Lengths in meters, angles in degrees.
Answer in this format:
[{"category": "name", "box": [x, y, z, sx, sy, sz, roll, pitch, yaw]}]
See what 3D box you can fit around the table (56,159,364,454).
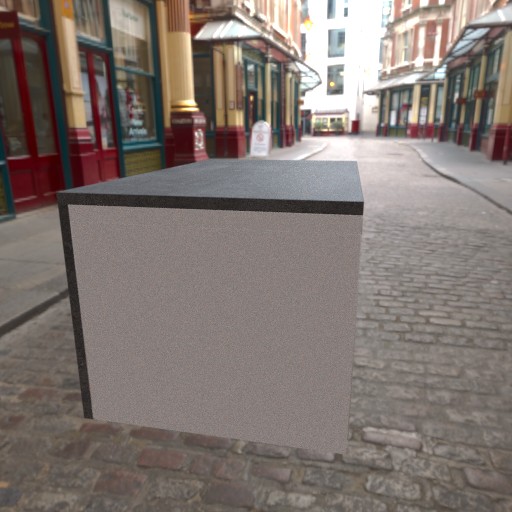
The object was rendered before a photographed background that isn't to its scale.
[{"category": "table", "box": [0.000, 0.000, 0.929, 0.400, 0.350, 0.700, 3, 16, 11]}]
